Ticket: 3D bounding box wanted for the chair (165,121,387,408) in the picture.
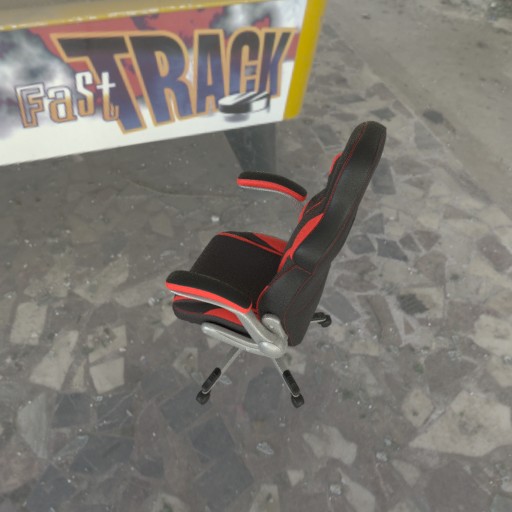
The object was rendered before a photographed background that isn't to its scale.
[{"bbox_3d":[0.000,0.000,1.641,0.712,1.165,0.758,16,49,15],"label":"chair"}]
